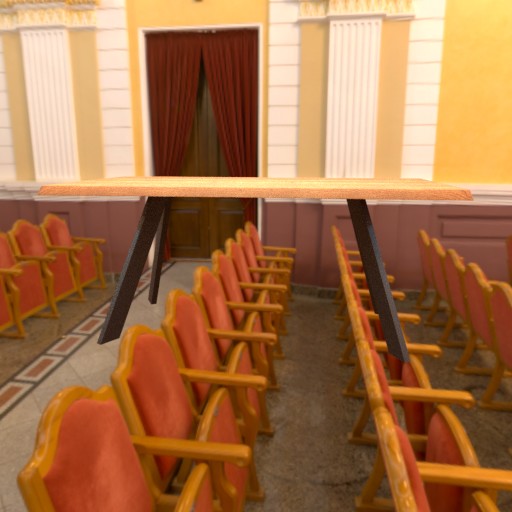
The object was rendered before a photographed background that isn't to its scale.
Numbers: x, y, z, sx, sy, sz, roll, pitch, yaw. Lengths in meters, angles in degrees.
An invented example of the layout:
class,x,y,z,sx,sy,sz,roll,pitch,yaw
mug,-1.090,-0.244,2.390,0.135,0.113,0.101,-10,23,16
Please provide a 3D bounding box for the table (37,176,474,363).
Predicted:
class,x,y,z,sx,sy,sz,roll,pitch,yaw
table,0.000,0.000,2.320,1.800,0.770,0.900,2,13,7
